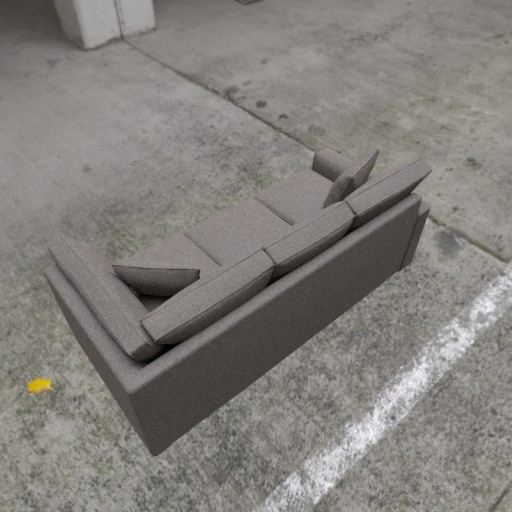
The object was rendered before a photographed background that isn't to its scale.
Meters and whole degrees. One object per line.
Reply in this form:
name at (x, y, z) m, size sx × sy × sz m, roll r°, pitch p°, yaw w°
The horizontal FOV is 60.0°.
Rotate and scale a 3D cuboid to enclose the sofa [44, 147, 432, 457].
sofa at (0.000, 0.000, 2.913) m, size 2.317 × 0.962 × 1.061 m, roll -31°, pitch 52°, yaw -28°
